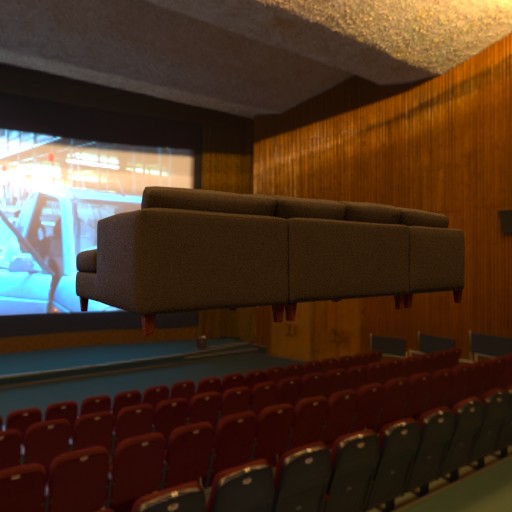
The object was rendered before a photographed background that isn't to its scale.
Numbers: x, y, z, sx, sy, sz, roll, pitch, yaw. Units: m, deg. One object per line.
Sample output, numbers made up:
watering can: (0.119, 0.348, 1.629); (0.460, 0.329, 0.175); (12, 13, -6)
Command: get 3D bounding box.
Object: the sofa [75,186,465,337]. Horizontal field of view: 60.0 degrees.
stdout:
sofa: (0.000, 0.000, 4.579); (3.460, 0.961, 2.594); (0, 0, -35)
